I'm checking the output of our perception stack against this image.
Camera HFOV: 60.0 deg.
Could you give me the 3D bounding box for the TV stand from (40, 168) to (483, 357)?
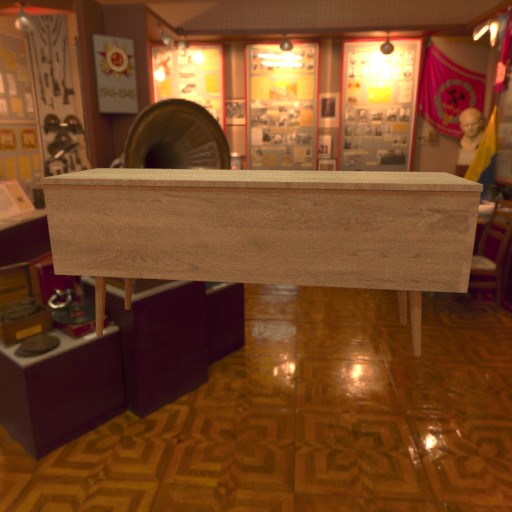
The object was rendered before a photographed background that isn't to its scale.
[{"bbox_3d":[0.000,0.000,1.564,1.313,0.565,0.401,2,16,7],"label":"TV stand"}]
